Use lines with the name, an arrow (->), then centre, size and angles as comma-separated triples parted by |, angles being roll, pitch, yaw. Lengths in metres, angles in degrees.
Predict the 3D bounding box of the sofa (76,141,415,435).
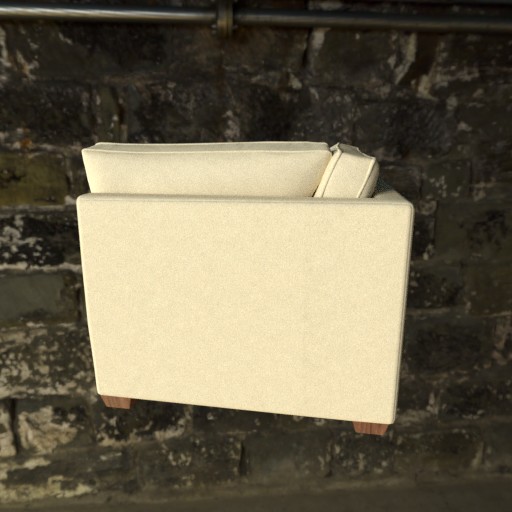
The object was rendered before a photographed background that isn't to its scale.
sofa -> 0.000, 0.000, 1.999 | 1.146, 1.002, 1.084 | 2, 15, 9
